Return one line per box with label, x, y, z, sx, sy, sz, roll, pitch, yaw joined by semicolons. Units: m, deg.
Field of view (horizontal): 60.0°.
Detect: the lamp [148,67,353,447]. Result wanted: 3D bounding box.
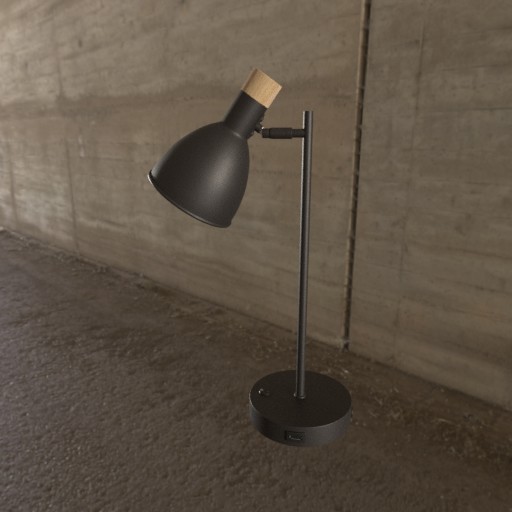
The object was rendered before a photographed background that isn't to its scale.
lamp;0.000;0.000;0.610;0.287;0.483;0.152;2;15;9
